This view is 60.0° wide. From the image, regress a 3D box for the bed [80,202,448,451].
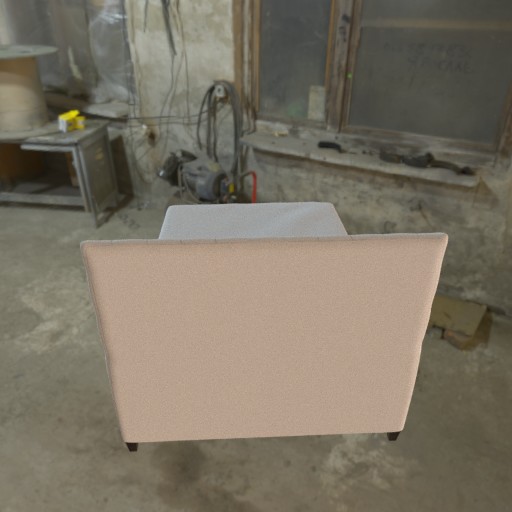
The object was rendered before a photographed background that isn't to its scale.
[{"bbox_3d":[0.000,0.000,3.293,1.696,1.426,2.233,-1,30,-2],"label":"bed"}]
